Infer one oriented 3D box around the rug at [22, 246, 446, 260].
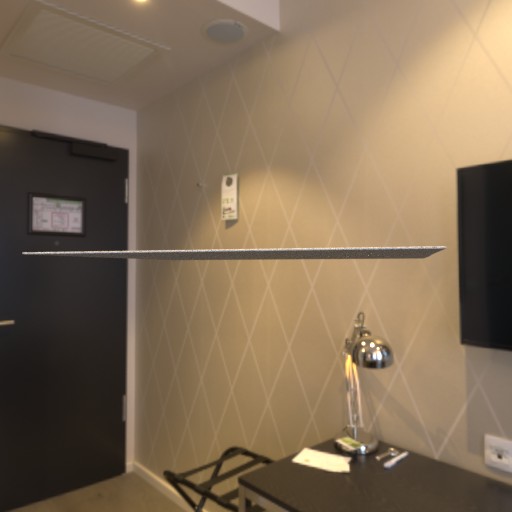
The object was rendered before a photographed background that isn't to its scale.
[{"bbox_3d":[0.000,0.000,4.125,3.061,0.014,2.447,-1,-2,18],"label":"rug"}]
